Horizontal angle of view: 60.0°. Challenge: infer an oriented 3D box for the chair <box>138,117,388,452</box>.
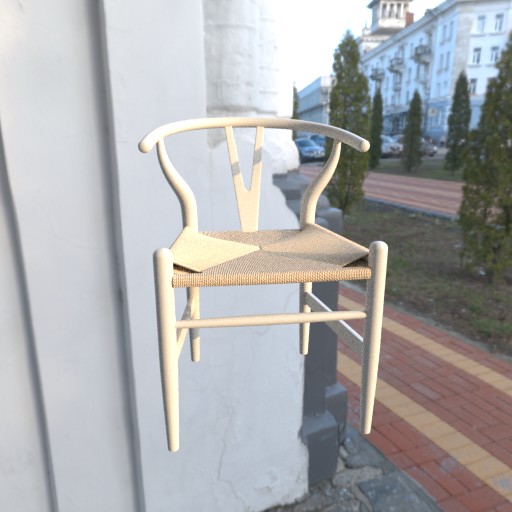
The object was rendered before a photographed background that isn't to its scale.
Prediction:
[{"bbox_3d":[0.000,0.000,1.183,0.569,0.730,0.579,-2,15,-8],"label":"chair"}]
